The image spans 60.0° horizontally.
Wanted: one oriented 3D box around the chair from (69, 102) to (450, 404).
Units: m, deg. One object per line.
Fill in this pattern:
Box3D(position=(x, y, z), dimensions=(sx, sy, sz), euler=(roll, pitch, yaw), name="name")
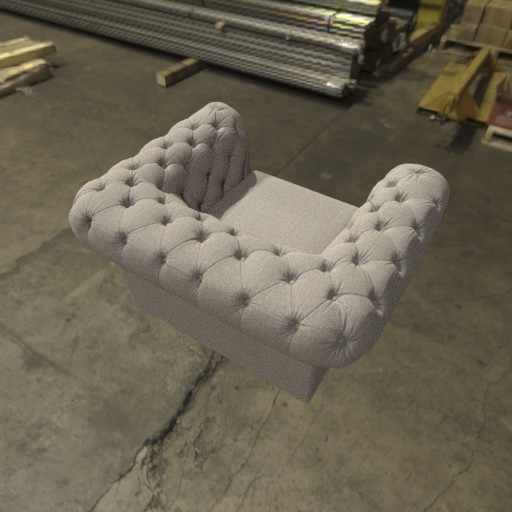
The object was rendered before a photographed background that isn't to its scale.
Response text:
Box3D(position=(0.000, 0.000, 1.930), dimensions=(1.270, 0.770, 0.976), euler=(24, 50, 22), name="chair")
